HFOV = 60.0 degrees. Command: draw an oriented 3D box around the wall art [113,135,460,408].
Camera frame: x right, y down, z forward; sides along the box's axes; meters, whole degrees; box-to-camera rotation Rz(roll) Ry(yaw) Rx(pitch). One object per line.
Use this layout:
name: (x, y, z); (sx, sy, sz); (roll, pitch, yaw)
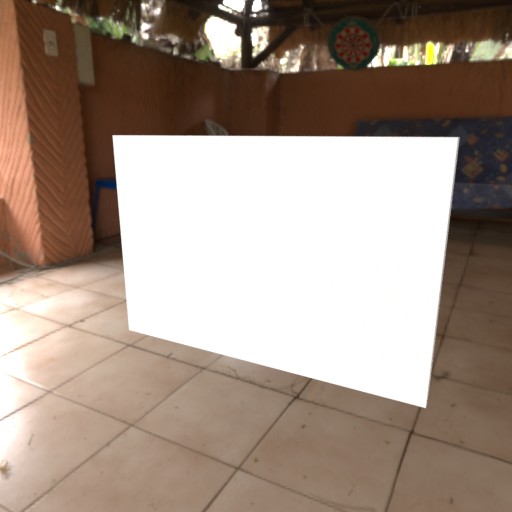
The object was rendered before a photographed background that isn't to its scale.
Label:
wall art: (0.000, 0.000, 1.150); (0.898, 0.601, 0.038); (8, 18, 27)
